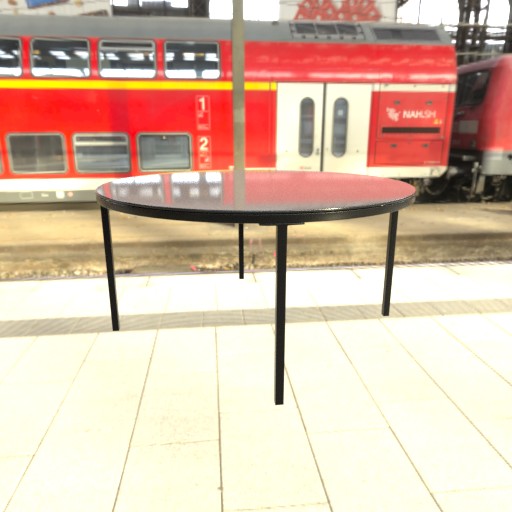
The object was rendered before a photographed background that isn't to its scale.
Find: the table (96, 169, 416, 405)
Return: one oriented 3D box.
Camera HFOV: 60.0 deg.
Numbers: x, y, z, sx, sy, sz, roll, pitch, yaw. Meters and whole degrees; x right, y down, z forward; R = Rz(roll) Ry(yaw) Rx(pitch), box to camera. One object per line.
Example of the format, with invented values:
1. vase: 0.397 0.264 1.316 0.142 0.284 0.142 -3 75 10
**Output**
1. table: 0.000 0.000 1.223 0.800 0.400 0.800 0 16 0
